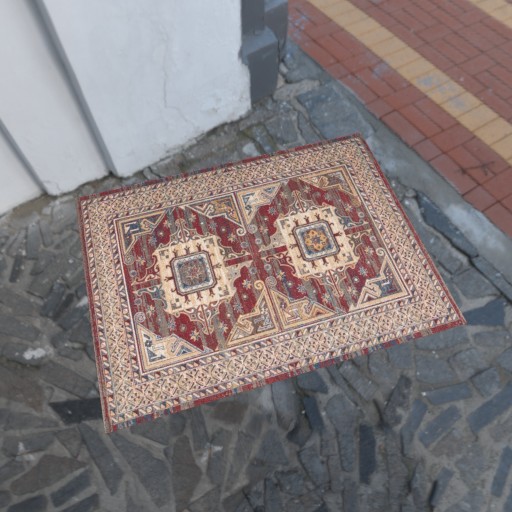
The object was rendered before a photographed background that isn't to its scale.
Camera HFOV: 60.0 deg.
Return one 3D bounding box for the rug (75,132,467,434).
[{"bbox_3d":[0.000,0.000,4.259,3.197,0.013,2.381,-15,62,-8],"label":"rug"}]
